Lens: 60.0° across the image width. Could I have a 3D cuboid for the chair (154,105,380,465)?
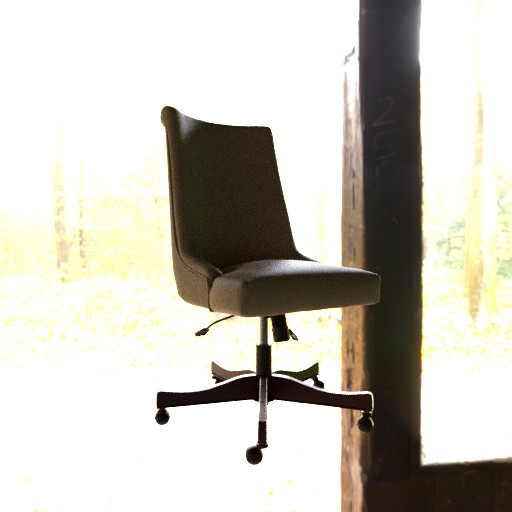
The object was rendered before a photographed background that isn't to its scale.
[{"bbox_3d":[0.000,0.000,1.436,0.645,1.010,0.696,-1,1,-36],"label":"chair"}]
